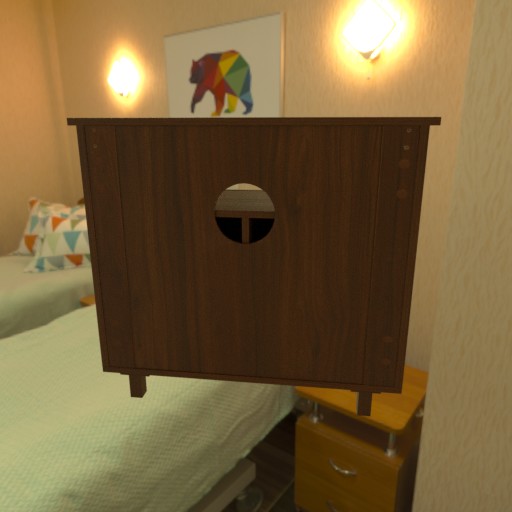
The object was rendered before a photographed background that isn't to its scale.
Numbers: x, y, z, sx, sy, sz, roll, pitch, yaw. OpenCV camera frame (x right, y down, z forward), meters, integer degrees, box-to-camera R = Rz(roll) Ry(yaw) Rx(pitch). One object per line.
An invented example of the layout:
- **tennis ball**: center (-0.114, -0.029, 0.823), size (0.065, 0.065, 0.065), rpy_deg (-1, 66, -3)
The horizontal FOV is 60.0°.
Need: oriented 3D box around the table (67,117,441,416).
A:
- **table**: center (0.000, 0.000, 1.226), size (0.802, 0.725, 0.390), rpy_deg (2, 16, 7)
